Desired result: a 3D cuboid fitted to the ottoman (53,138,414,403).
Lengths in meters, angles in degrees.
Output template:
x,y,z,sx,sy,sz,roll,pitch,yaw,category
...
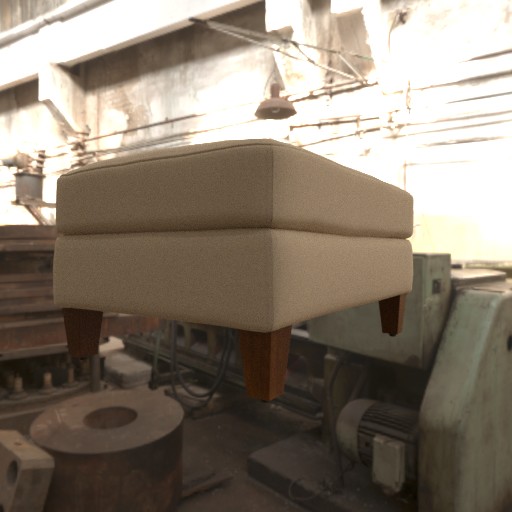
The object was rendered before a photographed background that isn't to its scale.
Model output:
x,y,z,sx,sy,sz,roll,pitch,yaw,category
0.000,0.000,1.189,0.634,0.485,0.818,0,1,34,ottoman
